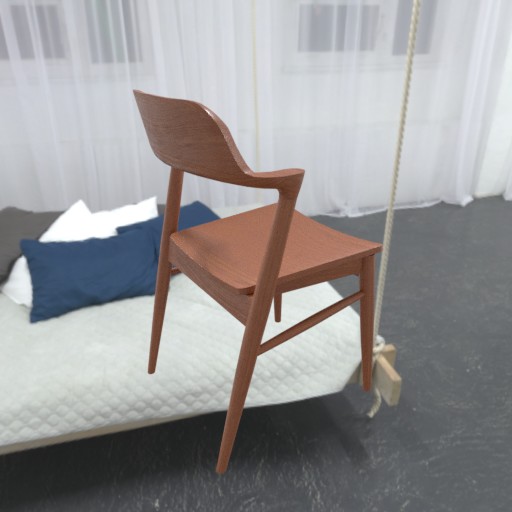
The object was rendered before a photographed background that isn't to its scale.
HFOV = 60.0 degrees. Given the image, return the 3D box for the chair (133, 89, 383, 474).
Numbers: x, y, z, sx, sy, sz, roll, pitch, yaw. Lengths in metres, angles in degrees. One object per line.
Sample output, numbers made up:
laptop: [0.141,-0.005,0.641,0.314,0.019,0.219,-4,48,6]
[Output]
chair: [0.000,0.000,1.126,0.499,0.801,0.496,-16,30,-31]
